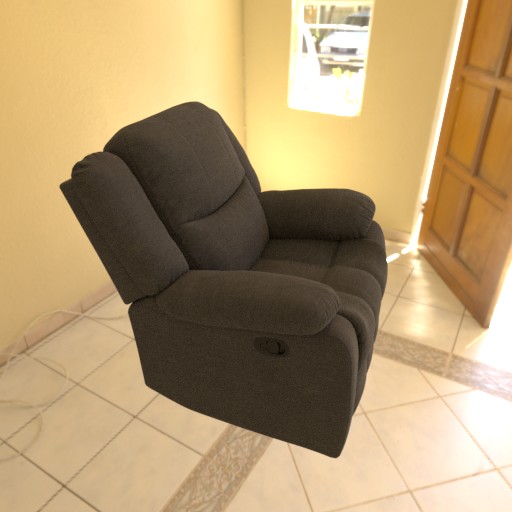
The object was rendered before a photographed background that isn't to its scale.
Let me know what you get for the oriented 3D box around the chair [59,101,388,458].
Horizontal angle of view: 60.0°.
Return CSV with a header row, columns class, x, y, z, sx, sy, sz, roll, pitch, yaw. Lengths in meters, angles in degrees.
class,x,y,z,sx,sy,sz,roll,pitch,yaw
chair,0.000,0.000,1.652,0.944,1.008,0.899,11,33,18
